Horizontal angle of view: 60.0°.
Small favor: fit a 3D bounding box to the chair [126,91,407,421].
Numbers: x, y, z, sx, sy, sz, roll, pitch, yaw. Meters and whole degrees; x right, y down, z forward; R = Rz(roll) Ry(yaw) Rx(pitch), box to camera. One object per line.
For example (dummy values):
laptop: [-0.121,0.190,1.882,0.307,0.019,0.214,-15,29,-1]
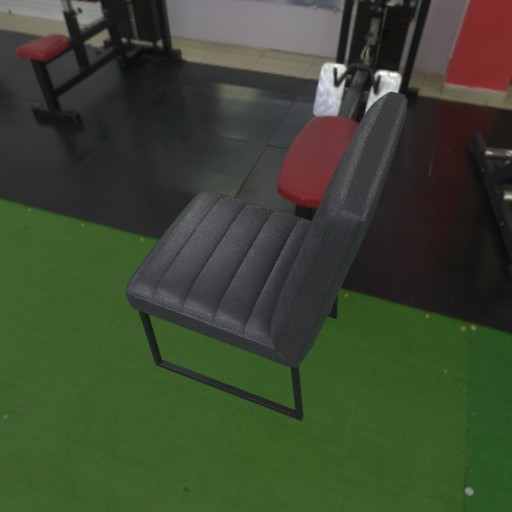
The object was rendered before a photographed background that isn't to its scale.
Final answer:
chair: [0.000,0.000,1.341,0.634,0.930,0.520,16,48,15]
